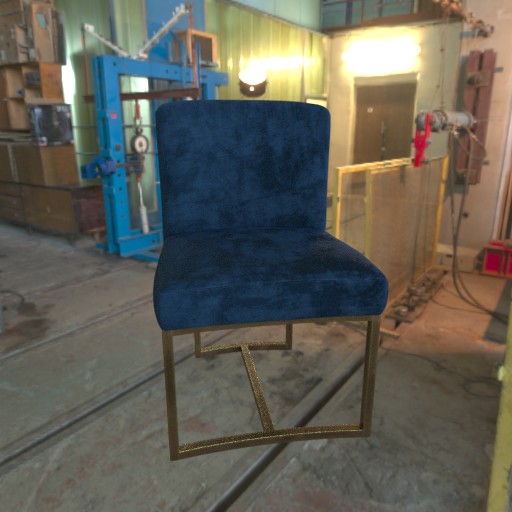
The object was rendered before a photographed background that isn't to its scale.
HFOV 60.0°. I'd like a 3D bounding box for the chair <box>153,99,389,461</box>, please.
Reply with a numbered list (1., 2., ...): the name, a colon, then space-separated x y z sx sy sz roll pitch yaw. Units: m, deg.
1. chair: 0.000 0.000 1.200 0.530 0.824 0.560 -3 17 -9
